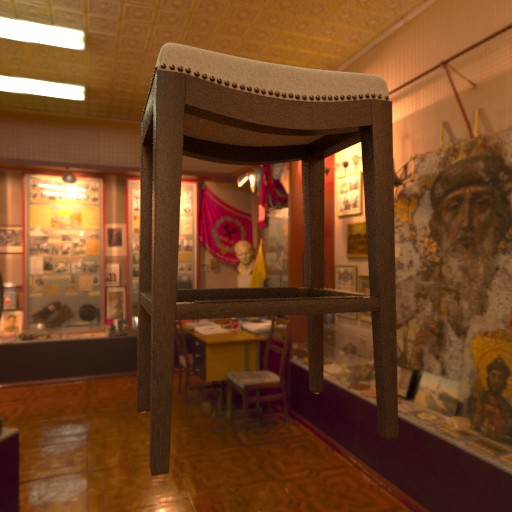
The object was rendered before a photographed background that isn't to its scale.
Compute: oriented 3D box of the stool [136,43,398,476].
[{"bbox_3d":[0.000,0.000,1.002,0.498,0.759,0.358,0,0,-19],"label":"stool"}]
